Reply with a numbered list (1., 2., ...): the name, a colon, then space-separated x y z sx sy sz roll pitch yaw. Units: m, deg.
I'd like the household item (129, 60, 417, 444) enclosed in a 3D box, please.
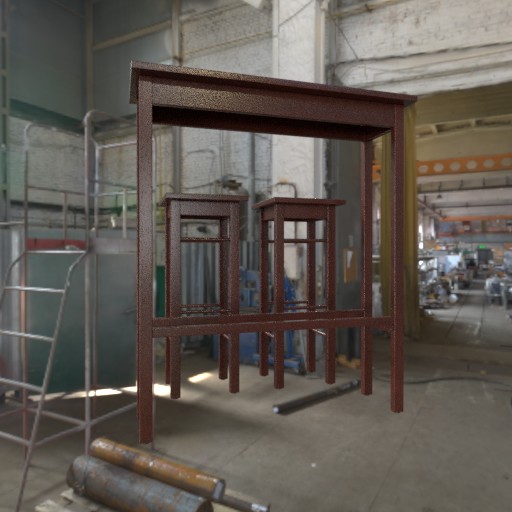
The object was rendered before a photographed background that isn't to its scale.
1. household item: 0.000 0.000 1.662 0.914 1.067 0.676 0 0 -17
